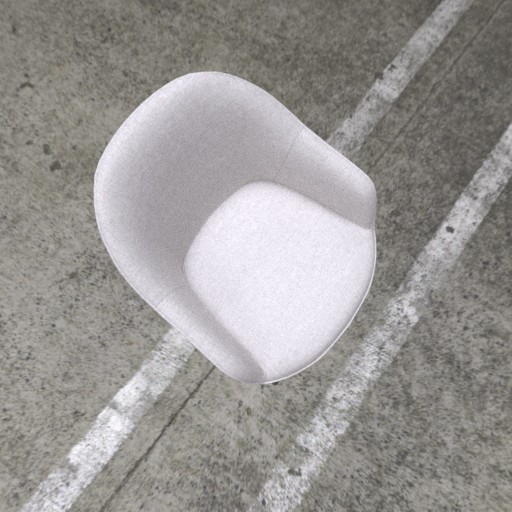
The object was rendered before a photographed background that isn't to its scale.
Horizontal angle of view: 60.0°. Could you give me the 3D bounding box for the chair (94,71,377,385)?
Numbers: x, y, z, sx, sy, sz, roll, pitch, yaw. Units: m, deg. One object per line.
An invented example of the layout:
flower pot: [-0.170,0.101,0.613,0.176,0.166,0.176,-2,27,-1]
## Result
chair: [0.000,0.000,1.243,0.635,0.823,0.596,36,78,9]
